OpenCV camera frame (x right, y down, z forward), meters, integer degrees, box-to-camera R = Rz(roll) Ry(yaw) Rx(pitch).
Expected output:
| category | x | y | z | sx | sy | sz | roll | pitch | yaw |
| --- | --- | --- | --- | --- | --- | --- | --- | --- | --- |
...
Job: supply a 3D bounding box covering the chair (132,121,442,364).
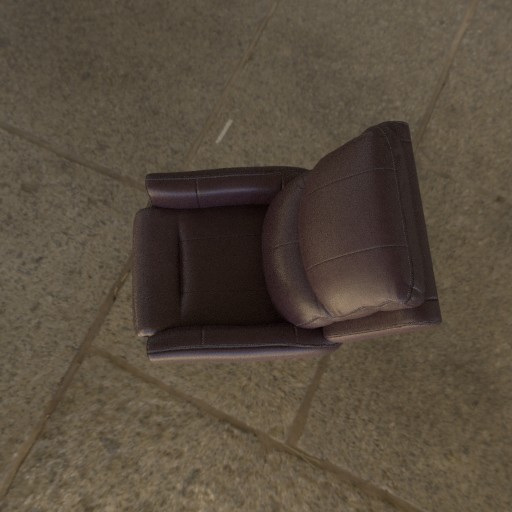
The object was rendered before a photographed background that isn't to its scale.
| category | x | y | z | sx | sy | sz | roll | pitch | yaw |
| --- | --- | --- | --- | --- | --- | --- | --- | --- | --- |
| chair | 0.000 | 0.000 | 1.796 | 1.080 | 1.030 | 0.829 | -4 | 76 | -1 |
